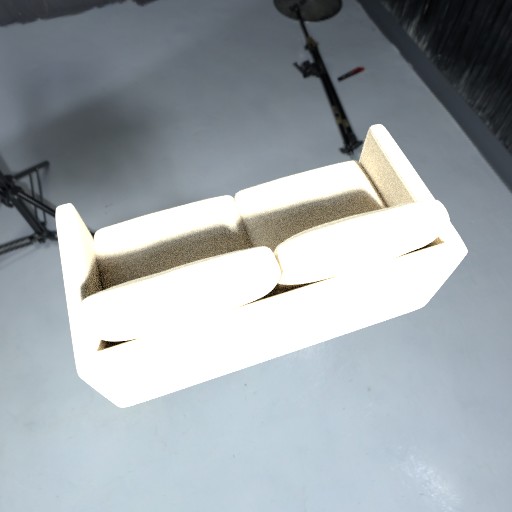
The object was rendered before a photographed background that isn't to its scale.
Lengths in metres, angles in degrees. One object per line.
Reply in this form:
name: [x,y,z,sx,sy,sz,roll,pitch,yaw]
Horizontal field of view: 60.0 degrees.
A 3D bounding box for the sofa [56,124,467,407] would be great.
sofa: [0.000,0.000,2.425,1.884,0.963,0.950,-16,61,-9]
